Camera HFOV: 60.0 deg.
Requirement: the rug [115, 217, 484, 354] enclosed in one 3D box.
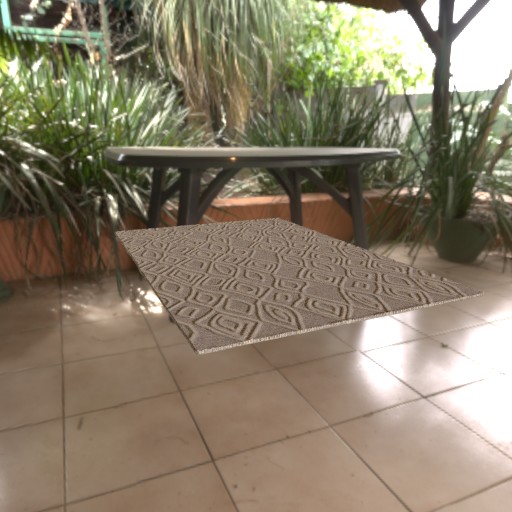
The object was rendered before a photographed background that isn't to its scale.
[{"bbox_3d":[0.000,0.000,2.361,1.224,0.016,1.832,-7,17,-24],"label":"rug"}]
